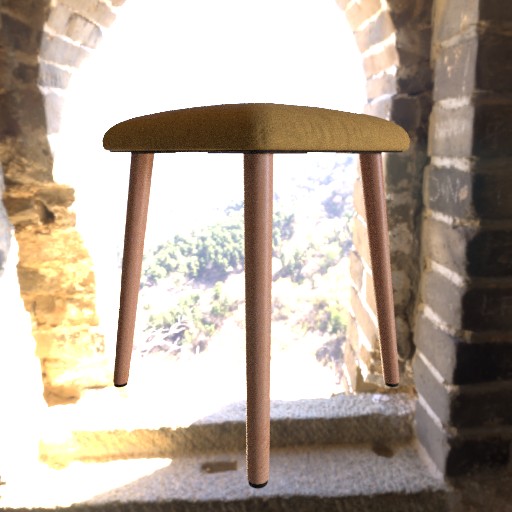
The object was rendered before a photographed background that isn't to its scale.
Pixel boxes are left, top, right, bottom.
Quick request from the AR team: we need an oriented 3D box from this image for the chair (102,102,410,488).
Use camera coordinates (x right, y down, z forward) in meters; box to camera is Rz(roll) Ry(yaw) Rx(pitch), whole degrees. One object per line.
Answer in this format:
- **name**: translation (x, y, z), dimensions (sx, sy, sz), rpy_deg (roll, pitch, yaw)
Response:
- **chair**: translation (0.000, 0.000, 0.695), dimensions (0.350, 0.440, 0.350), rpy_deg (13, 18, 43)
